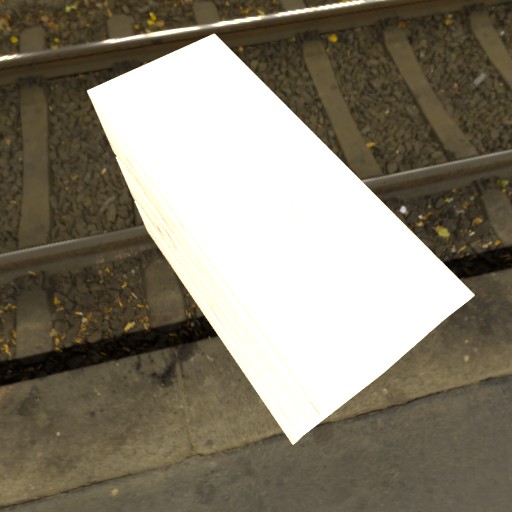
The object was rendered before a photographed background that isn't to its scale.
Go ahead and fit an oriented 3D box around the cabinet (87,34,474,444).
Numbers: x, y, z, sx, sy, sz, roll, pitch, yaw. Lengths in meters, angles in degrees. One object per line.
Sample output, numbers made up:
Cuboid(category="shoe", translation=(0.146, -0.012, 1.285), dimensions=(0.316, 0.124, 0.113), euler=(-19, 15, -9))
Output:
Cuboid(category="cabinet", translation=(0.000, 0.000, 1.457), dimensions=(0.420, 0.820, 1.040), euler=(-32, 67, -15))
